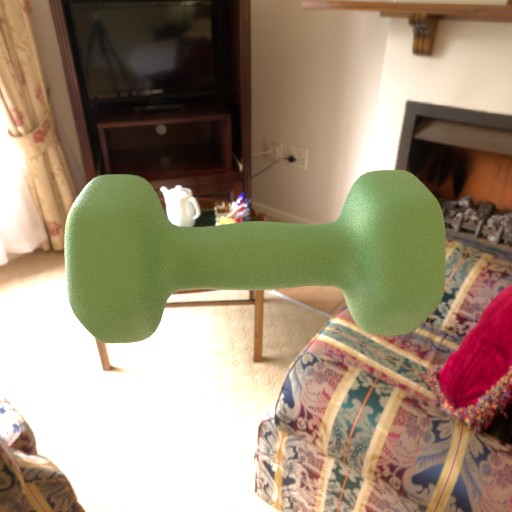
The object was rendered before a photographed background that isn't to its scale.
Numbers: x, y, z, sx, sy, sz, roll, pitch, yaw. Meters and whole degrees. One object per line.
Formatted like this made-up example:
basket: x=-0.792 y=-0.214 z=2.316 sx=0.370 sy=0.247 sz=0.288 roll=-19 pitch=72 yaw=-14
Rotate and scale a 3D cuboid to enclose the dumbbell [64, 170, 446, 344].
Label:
dumbbell: x=0.000 y=0.000 z=0.329 sx=0.257 sy=0.114 sz=0.126 roll=-1 pitch=32 yaw=-2
